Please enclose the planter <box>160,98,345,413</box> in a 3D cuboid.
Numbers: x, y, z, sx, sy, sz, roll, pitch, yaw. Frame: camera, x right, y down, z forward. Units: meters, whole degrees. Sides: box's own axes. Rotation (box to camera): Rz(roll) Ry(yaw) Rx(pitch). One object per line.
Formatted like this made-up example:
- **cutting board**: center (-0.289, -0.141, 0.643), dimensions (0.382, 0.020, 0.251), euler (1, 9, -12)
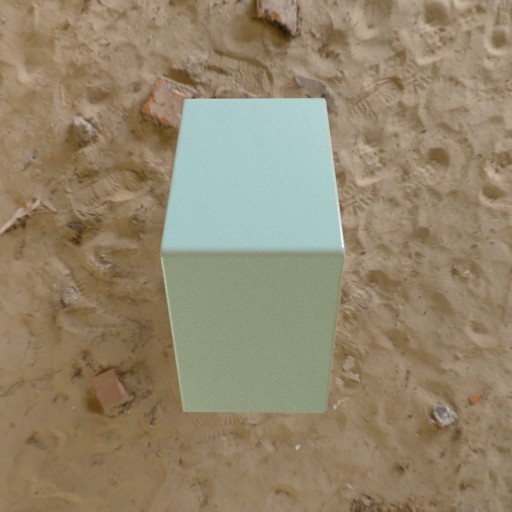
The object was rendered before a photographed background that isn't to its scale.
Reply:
- **planter**: center (0.000, 0.000, 0.286), dimensions (0.078, 0.207, 0.169), euler (0, 89, 1)
